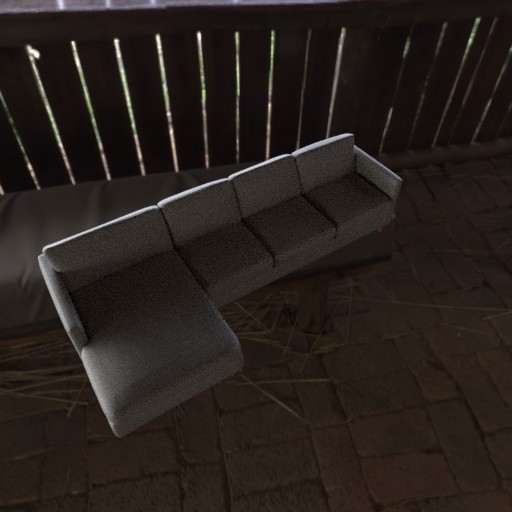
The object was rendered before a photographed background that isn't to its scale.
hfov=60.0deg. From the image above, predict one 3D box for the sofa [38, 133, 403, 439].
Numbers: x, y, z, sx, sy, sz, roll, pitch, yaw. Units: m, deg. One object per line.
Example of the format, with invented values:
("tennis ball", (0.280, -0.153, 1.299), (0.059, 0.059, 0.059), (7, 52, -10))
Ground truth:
("sofa", (0.000, 0.000, 3.820), (3.201, 0.876, 1.502), (-25, 51, -22))
